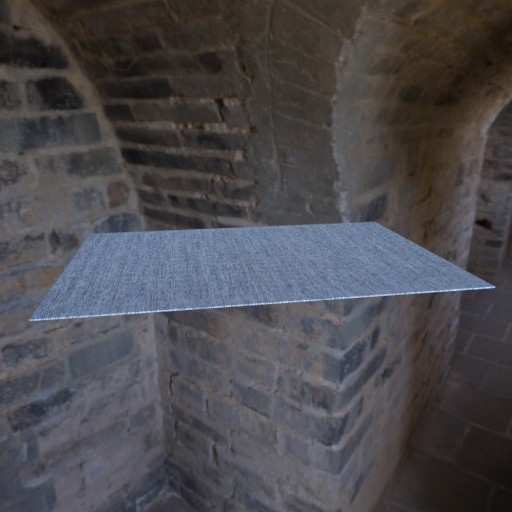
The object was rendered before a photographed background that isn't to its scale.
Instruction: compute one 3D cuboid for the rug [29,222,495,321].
[{"bbox_3d":[0.000,0.000,2.174,1.752,0.006,1.142,-3,18,-9],"label":"rug"}]
